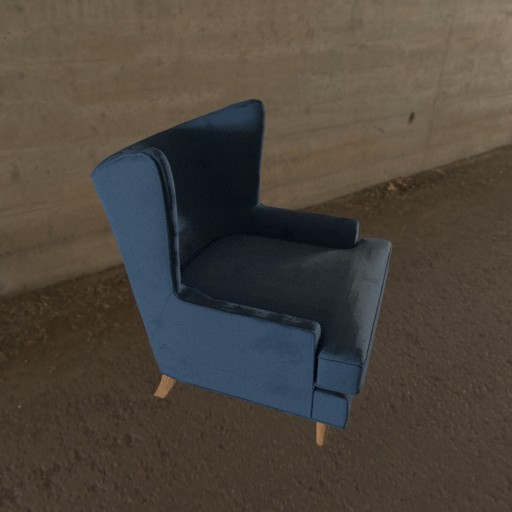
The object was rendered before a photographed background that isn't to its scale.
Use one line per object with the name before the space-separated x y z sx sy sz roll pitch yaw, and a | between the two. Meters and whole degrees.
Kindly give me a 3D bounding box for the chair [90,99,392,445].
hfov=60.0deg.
chair | 0.000 0.000 1.607 0.910 0.952 0.793 10 31 18
